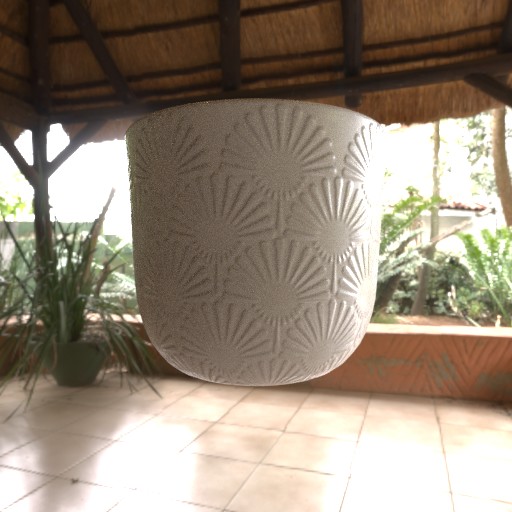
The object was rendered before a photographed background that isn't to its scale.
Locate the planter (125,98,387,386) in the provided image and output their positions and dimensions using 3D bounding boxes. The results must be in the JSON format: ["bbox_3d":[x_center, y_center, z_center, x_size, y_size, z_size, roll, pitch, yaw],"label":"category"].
[{"bbox_3d":[0.000,0.000,0.298,0.170,0.152,0.170,0,0,0],"label":"planter"}]
